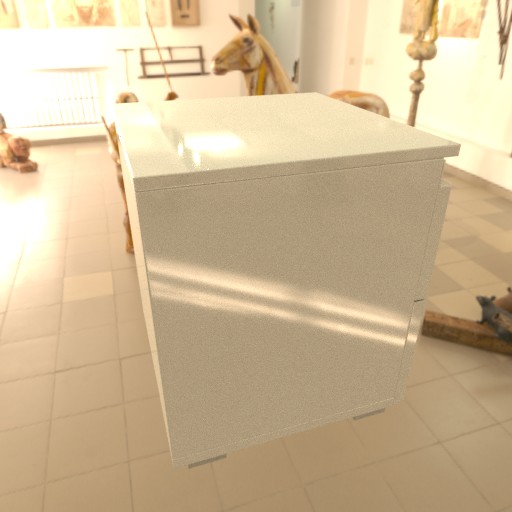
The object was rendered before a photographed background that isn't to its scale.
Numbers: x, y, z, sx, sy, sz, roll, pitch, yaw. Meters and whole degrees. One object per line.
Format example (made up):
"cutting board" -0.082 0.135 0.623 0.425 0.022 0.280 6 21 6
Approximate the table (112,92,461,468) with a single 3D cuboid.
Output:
"table" 0.000 0.000 0.785 0.400 0.470 0.420 -9 30 -16
